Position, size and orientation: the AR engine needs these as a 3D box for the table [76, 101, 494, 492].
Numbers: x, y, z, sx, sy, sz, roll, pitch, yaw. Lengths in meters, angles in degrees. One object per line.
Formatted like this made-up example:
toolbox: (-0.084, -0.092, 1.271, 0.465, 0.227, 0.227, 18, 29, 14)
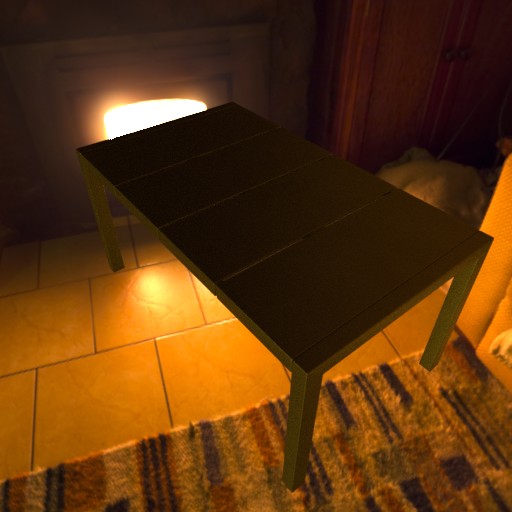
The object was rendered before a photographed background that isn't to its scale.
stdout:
table: (0.000, 0.000, 1.264, 0.559, 0.460, 0.965, -27, 48, -28)
